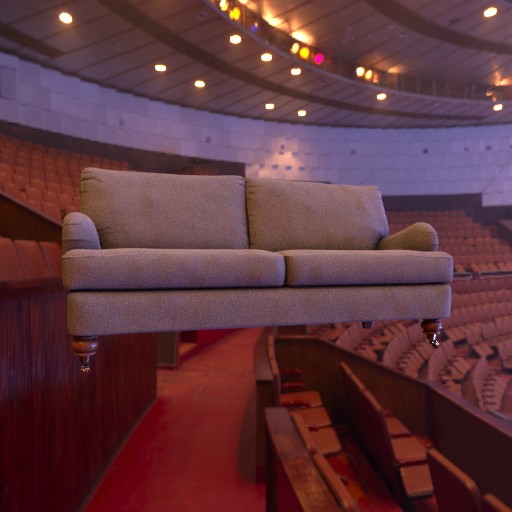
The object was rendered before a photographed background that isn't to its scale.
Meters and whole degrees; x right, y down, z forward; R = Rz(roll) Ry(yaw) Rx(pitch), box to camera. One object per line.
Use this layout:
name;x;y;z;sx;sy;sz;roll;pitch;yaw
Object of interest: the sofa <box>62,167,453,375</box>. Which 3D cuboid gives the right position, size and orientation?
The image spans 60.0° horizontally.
sofa;0.000;0.000;2.778;2.193;1.096;1.069;0;0;-18
